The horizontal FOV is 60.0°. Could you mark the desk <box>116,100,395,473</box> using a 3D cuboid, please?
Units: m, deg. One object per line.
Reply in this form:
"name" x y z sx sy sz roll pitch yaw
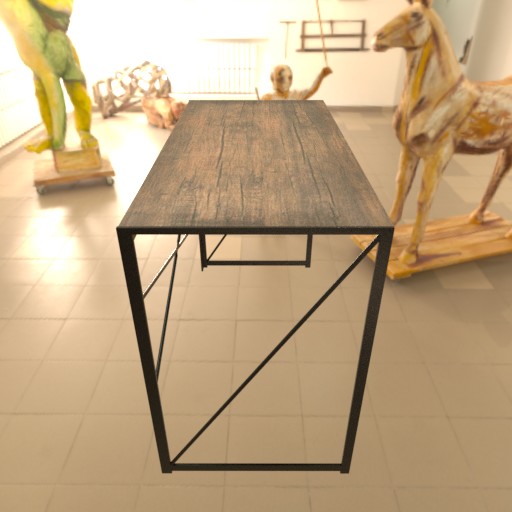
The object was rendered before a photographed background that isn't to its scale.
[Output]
"desk" 0.000 0.000 1.427 0.505 0.747 1.015 0 32 0
